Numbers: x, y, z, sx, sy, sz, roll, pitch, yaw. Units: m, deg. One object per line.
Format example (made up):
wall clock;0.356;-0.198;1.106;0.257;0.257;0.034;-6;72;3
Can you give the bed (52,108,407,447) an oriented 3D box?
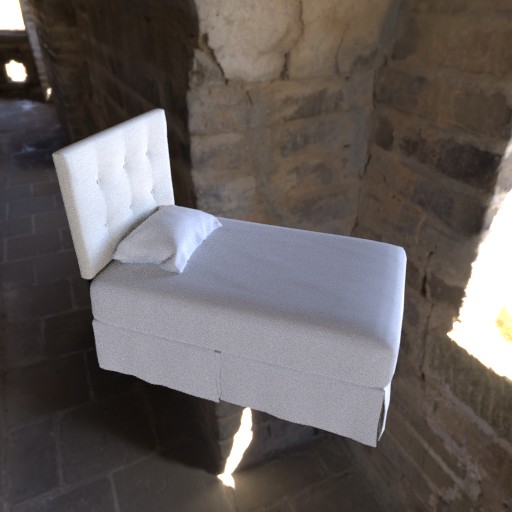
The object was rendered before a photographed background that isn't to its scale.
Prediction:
bed;0.000;0.000;2.986;1.997;1.571;1.261;10;32;16
